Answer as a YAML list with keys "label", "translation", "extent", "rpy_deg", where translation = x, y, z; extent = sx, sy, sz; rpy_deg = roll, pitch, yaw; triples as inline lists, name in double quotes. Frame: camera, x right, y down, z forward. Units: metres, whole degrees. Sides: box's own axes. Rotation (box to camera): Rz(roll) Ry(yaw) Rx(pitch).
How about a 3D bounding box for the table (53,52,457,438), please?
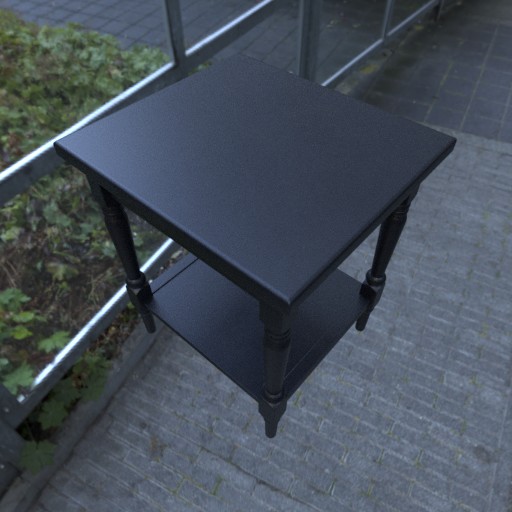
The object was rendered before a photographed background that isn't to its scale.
- label: "table"
  translation: [0.000, 0.000, 0.927]
  extent: [0.488, 0.565, 0.442]
  rpy_deg: [33, 56, 26]
